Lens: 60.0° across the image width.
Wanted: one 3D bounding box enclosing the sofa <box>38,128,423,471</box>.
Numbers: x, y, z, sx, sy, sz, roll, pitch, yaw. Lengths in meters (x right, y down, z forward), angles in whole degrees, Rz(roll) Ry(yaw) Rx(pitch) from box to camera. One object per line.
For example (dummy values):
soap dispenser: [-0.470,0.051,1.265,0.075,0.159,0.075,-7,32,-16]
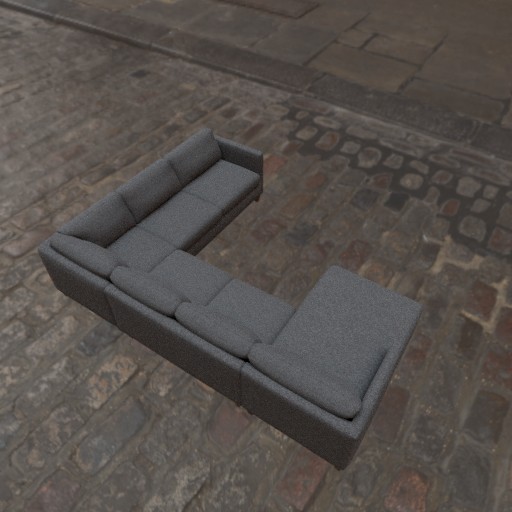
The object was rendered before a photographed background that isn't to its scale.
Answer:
sofa: [0.000,0.000,4.381,3.238,0.853,2.551,25,51,23]
